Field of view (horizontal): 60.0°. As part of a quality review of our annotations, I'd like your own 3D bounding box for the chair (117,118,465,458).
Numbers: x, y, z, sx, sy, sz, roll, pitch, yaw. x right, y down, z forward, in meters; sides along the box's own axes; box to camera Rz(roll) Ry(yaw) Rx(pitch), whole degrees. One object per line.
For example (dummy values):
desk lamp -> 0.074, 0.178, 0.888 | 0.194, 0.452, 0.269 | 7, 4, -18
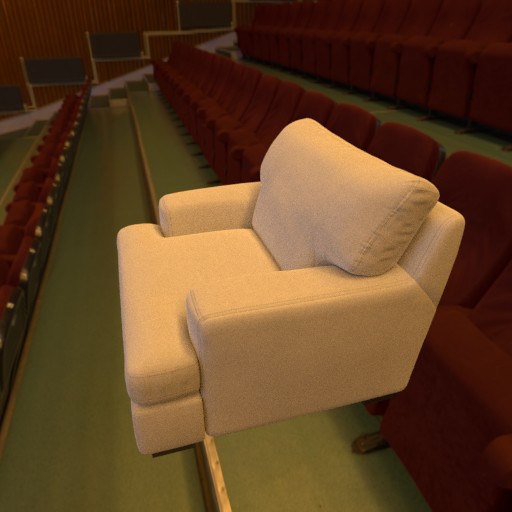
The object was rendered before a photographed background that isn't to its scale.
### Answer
chair -> 0.000, 0.000, 1.904 | 1.158, 0.930, 1.140 | -8, 30, -15
